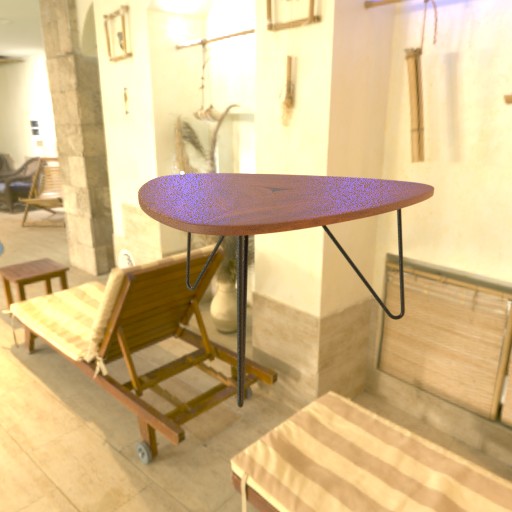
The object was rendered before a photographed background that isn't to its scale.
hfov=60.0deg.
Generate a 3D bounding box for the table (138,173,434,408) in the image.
[{"bbox_3d":[0.000,0.000,1.310,0.833,0.413,0.821,-15,22,-41],"label":"table"}]
